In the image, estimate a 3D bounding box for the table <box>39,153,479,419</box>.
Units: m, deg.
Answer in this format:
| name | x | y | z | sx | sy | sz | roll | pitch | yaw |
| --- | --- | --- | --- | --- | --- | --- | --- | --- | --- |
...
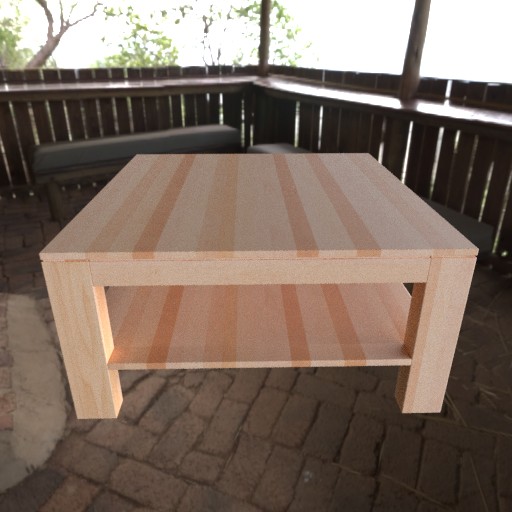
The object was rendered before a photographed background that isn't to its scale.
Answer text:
| name | x | y | z | sx | sy | sz | roll | pitch | yaw |
| --- | --- | --- | --- | --- | --- | --- | --- | --- | --- |
| table | 0.000 | 0.000 | 1.408 | 0.900 | 0.450 | 0.900 | -1 | 25 | -1 |
